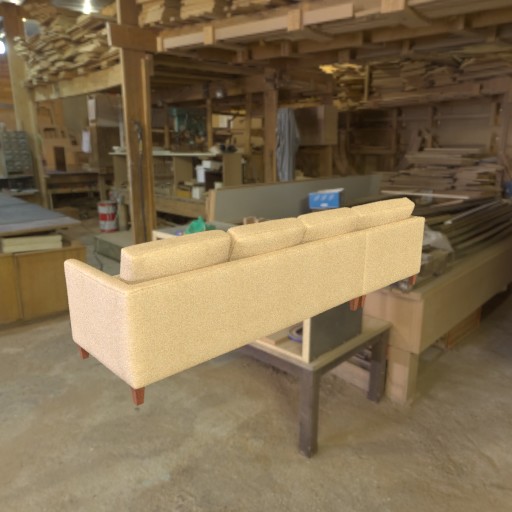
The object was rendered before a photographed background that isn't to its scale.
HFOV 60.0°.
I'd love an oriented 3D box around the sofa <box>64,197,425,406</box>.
[{"bbox_3d":[0.000,0.000,3.857,3.201,0.876,1.502,-14,20,-41],"label":"sofa"}]
